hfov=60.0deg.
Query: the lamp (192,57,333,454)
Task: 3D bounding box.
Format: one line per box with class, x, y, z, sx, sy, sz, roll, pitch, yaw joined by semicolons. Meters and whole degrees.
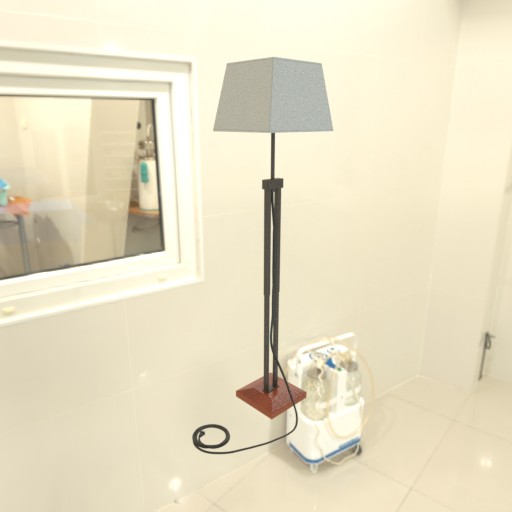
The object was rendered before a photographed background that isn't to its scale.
lamp;0.000;0.000;2.036;0.745;1.712;0.472;-16;23;-41
